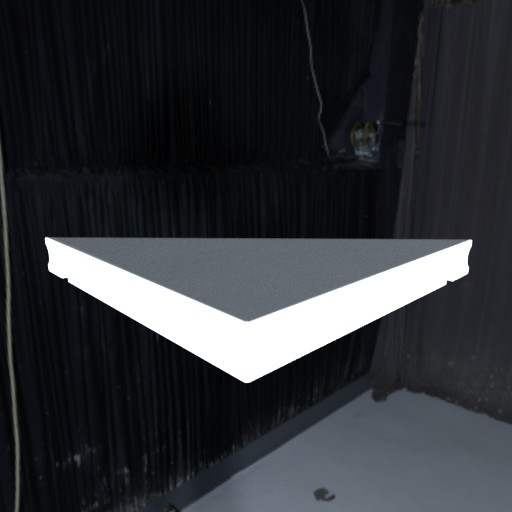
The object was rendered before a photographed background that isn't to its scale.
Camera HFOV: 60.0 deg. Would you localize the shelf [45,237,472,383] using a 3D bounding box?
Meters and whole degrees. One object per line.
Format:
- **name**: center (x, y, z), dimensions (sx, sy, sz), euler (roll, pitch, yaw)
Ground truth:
- **shelf**: center (0.000, 0.000, 0.433), dimensions (0.296, 0.035, 0.296), euler (-13, 19, -42)
